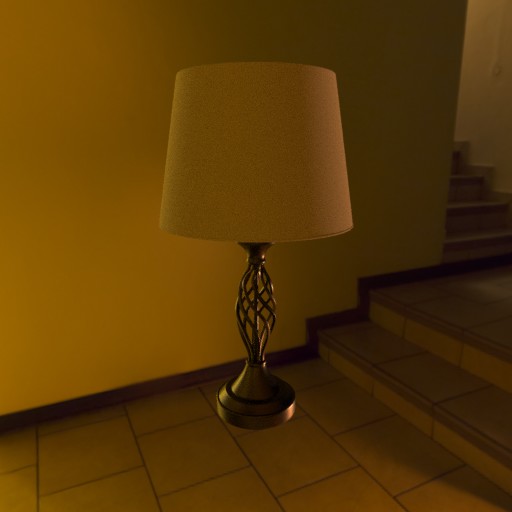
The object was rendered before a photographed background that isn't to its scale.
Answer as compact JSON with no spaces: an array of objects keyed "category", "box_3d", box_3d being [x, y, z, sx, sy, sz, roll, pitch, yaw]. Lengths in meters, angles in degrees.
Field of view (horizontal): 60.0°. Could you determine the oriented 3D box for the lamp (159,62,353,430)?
[{"category":"lamp","box_3d":[0.000,0.000,0.783,0.331,0.594,0.331,0,14,0]}]
